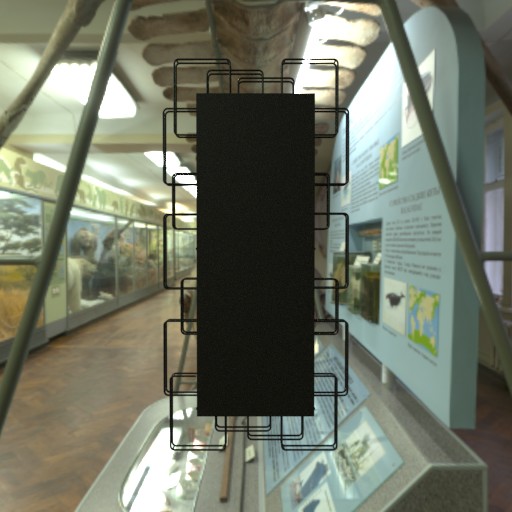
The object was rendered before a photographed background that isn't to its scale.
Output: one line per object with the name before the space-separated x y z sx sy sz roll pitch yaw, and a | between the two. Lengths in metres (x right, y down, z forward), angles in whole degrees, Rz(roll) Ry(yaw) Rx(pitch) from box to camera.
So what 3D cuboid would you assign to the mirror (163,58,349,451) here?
mirror | 0.000 0.000 1.362 0.565 1.192 0.037 0 1 0
